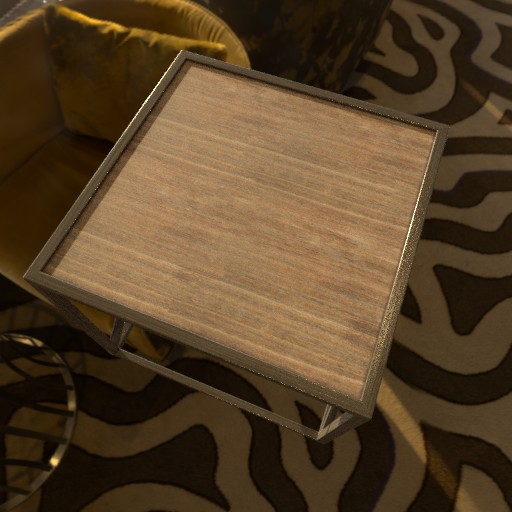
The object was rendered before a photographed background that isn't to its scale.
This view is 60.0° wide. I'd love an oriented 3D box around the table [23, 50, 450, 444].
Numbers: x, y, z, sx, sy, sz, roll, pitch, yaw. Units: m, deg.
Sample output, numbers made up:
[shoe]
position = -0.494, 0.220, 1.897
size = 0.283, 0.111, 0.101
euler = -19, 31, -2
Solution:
[table]
position = 0.000, 0.000, 1.054
size = 0.609, 0.507, 0.611
euler = 20, 65, 10
